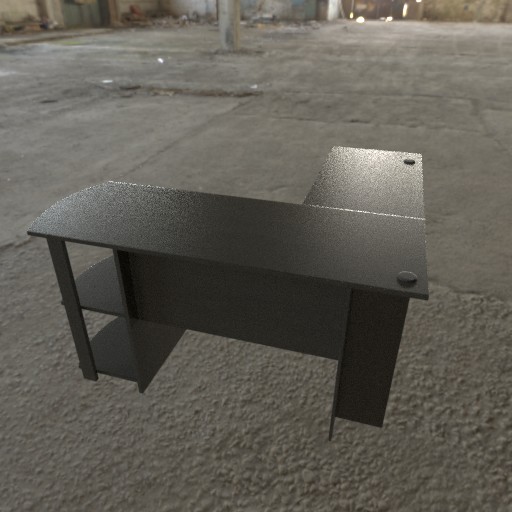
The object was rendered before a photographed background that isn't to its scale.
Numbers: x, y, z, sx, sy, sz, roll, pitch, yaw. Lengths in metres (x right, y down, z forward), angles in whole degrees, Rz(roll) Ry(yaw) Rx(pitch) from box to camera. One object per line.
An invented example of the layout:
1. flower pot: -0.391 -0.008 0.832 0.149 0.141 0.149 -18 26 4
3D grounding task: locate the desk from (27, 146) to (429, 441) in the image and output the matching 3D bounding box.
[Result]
1. desk: 0.000 0.000 2.069 1.361 0.716 1.303 9 31 15
